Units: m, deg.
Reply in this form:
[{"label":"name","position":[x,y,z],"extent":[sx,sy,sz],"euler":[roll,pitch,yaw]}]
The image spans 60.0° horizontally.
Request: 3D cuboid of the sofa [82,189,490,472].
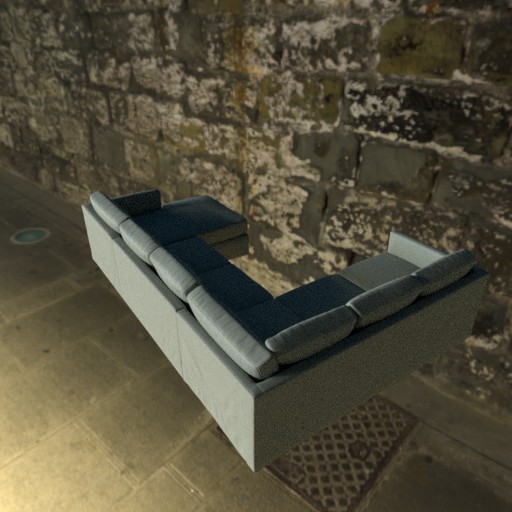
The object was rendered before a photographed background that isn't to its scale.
[{"label":"sofa","position":[0.000,0.000,4.487],"extent":[2.427,0.882,3.460],"euler":[-19,35,-30]}]
